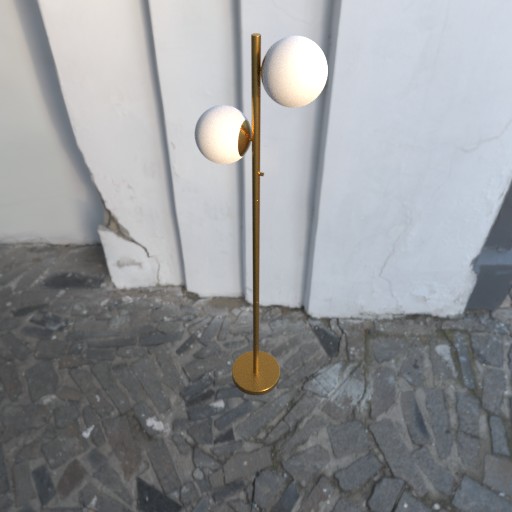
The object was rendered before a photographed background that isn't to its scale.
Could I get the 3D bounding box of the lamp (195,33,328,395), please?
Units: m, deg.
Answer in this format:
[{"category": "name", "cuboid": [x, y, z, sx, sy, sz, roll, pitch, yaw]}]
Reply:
[{"category": "lamp", "cuboid": [0.000, 0.000, 1.769, 0.419, 1.641, 0.249, 13, 43, 14]}]
